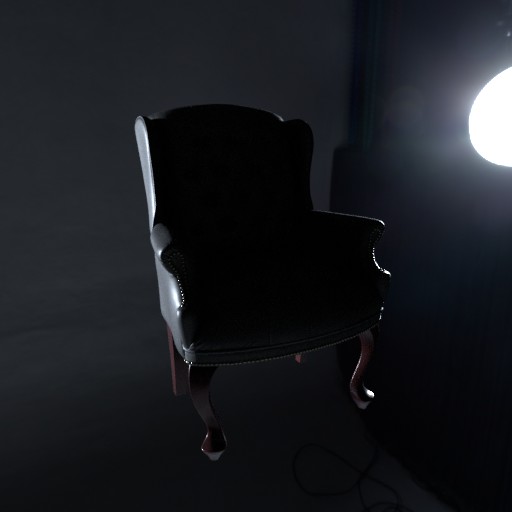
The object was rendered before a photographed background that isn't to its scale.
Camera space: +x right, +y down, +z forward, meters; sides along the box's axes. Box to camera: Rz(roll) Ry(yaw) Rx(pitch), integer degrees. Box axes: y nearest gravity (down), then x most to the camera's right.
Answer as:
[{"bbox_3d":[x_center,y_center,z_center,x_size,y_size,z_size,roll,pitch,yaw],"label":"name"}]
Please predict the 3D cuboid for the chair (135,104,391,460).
[{"bbox_3d":[0.000,0.000,1.657,0.838,1.111,0.762,-8,17,-26],"label":"chair"}]
